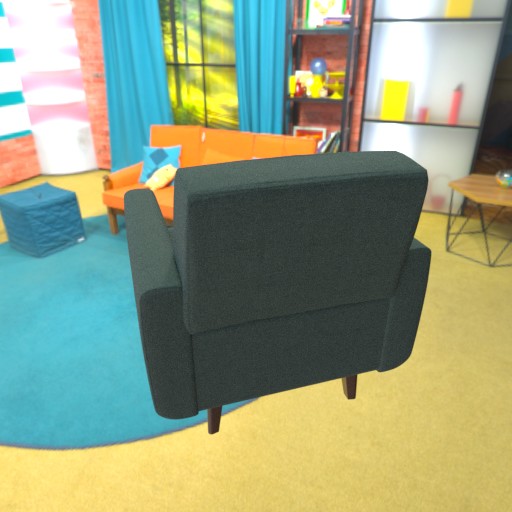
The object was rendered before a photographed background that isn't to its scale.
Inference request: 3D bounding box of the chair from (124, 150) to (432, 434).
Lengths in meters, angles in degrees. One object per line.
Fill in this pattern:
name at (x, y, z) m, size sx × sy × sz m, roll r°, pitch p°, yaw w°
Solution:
chair at (0.000, 0.000, 1.523) m, size 0.831 × 0.841 × 0.909 m, roll -8°, pitch 28°, yaw -16°
